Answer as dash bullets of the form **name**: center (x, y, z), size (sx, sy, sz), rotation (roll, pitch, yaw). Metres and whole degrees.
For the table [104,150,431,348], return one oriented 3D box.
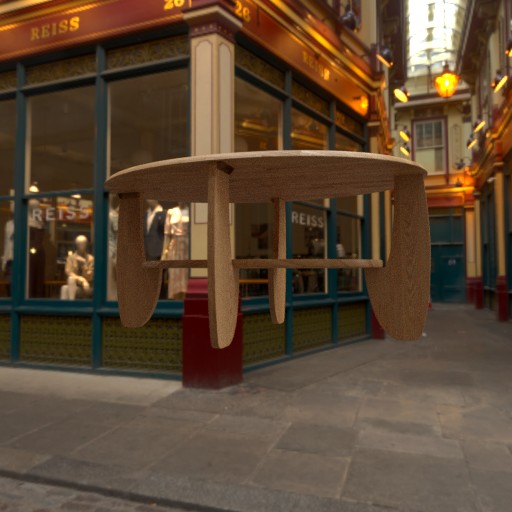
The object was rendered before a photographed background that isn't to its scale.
- **table**: center (0.000, 0.000, 1.418), size (1.040, 0.490, 0.690), rotation (-1, -2, 19)
